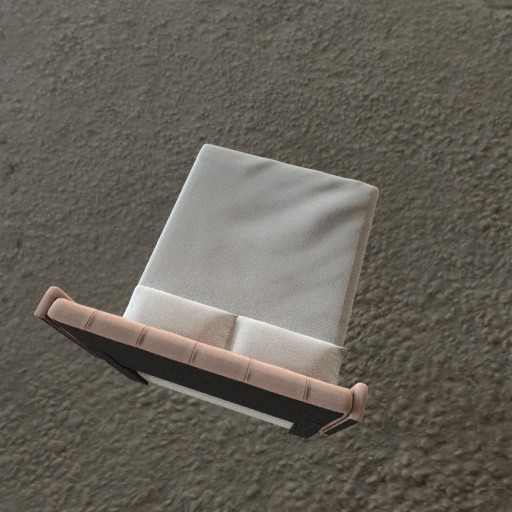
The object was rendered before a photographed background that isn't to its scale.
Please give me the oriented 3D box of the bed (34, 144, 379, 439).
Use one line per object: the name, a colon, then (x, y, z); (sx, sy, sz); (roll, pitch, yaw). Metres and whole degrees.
bed: (0.000, 0.000, 3.289); (1.719, 1.665, 2.066); (16, 65, 8)
